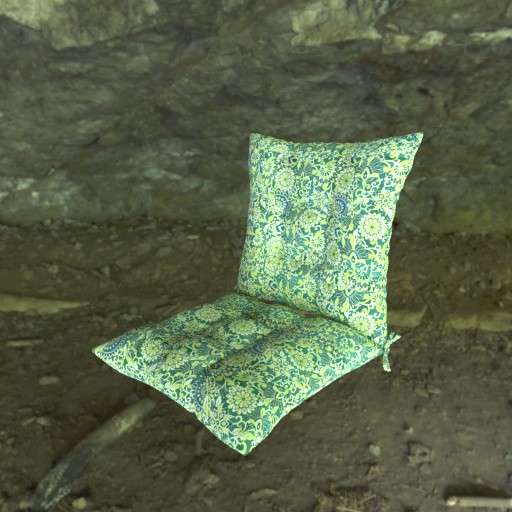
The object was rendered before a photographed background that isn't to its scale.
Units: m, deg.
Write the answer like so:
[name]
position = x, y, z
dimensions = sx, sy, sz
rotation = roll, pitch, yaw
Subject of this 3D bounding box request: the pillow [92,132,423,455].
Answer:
[pillow]
position = 0.000, 0.000, 1.000
dimensions = 0.541, 0.536, 0.585
rotation = 14, 21, 41
